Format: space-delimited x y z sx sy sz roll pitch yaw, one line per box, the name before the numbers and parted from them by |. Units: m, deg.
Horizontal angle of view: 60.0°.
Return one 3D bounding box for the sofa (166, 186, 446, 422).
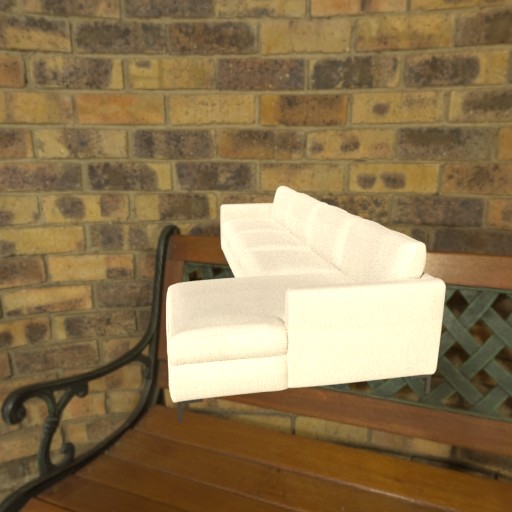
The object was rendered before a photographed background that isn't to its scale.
sofa | 0.000 0.000 2.863 1.126 0.677 2.445 -3 15 -10
